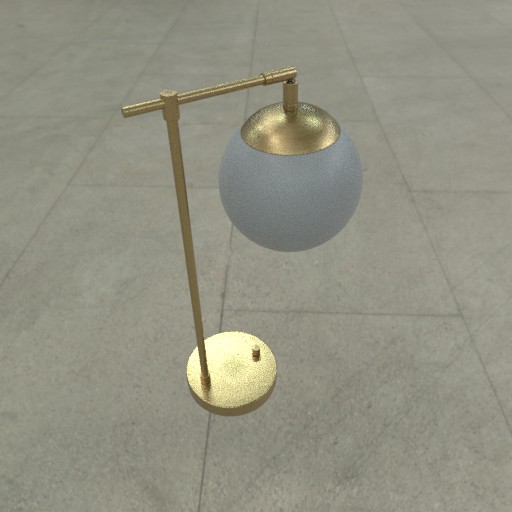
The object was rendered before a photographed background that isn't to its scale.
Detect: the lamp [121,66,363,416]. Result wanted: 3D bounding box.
[{"bbox_3d":[0.000,0.000,0.694,0.324,0.559,0.207,-24,46,-25],"label":"lamp"}]
